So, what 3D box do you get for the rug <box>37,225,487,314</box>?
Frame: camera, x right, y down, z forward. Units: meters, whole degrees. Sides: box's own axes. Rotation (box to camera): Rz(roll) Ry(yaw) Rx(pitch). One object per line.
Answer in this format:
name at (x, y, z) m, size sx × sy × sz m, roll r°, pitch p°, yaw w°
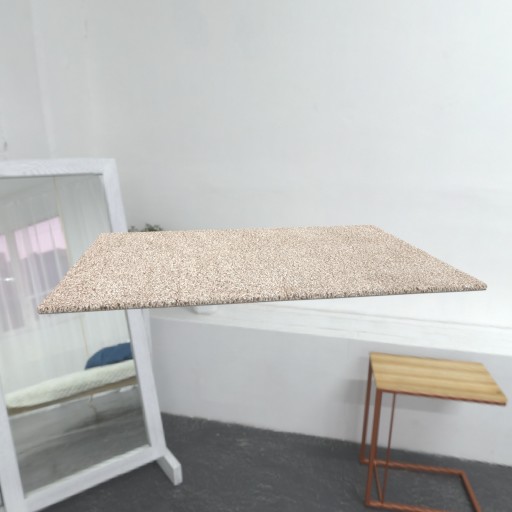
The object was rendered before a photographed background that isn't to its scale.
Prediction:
rug at (0.000, 0.000, 2.297) m, size 1.778 × 0.030 × 1.219 m, roll -2°, pitch 16°, yaw -8°
